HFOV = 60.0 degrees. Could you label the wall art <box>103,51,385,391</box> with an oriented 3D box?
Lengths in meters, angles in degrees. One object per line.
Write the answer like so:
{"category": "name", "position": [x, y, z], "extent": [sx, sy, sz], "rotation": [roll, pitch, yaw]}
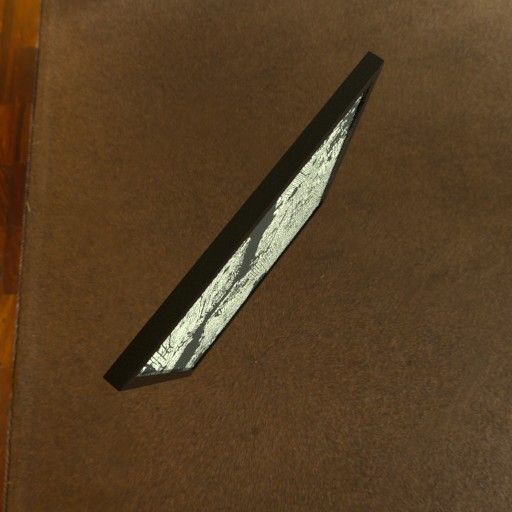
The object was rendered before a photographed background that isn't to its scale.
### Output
{"category": "wall art", "position": [0.000, 0.000, 1.139], "extent": [0.038, 0.761, 0.755], "rotation": [37, 79, 8]}
